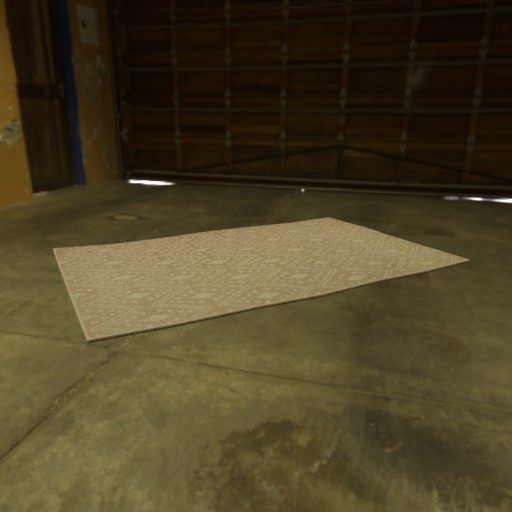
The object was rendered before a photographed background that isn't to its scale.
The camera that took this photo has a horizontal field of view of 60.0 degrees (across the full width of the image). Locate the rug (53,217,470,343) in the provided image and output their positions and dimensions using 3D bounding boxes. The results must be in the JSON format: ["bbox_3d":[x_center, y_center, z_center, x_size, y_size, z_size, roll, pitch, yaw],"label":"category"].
[{"bbox_3d":[0.000,0.000,3.047,2.430,0.053,1.553,-9,19,-27],"label":"rug"}]
